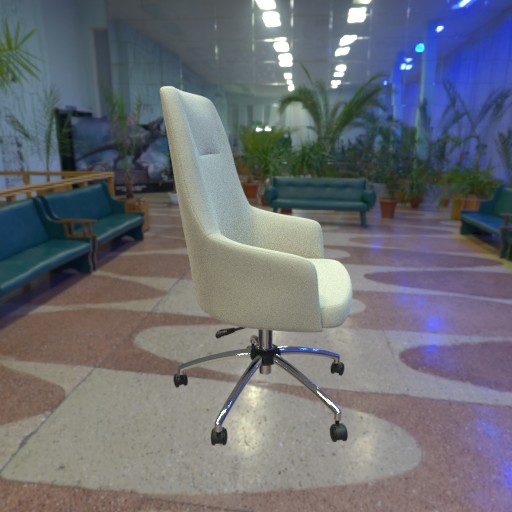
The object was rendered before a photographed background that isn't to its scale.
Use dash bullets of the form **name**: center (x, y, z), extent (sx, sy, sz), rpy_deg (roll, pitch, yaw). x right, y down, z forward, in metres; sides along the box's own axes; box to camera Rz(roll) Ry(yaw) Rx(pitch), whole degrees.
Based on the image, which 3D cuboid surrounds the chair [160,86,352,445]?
- **chair**: center (0.000, 0.000, 1.481), extent (0.640, 1.049, 0.620), rpy_deg (2, 15, 9)
